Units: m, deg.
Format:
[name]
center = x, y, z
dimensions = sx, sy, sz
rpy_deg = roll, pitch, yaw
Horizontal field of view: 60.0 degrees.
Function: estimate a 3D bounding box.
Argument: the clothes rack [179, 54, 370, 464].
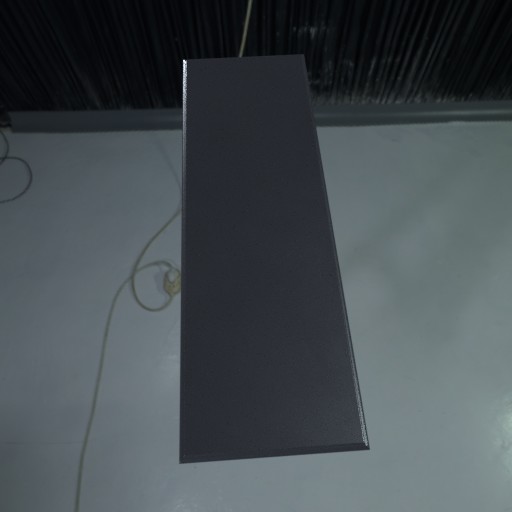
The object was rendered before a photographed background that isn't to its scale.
[clothes rack]
center = 0.000, 0.000, 1.448
dimensions = 0.406, 0.556, 1.219
rpy_deg = -3, 63, -2
